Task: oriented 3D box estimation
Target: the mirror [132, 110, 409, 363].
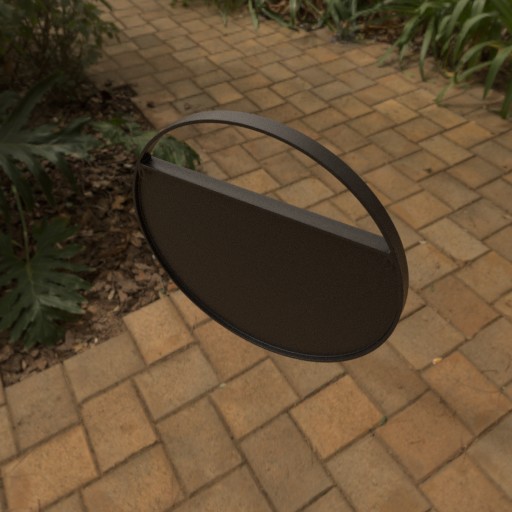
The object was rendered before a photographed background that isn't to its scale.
[{"bbox_3d":[0.000,0.000,0.848,0.565,0.565,0.032,22,50,20],"label":"mirror"}]
